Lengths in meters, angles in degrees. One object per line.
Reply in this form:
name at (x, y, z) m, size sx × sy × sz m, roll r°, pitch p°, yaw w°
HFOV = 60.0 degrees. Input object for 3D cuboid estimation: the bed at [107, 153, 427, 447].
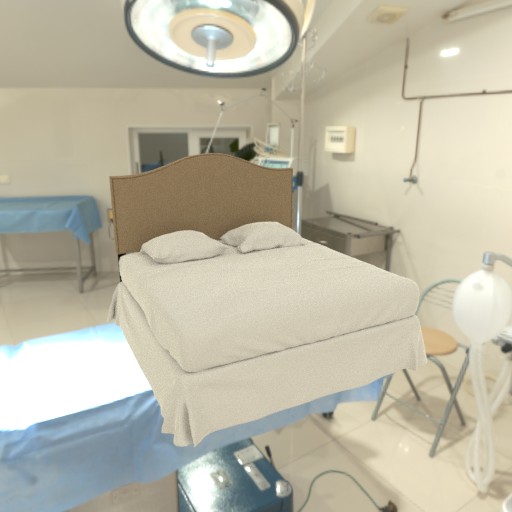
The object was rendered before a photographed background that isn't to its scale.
bed at (0.000, 0.000, 3.869) m, size 2.311 × 1.651 × 2.222 m, roll -8°, pitch 18°, yaw -26°
